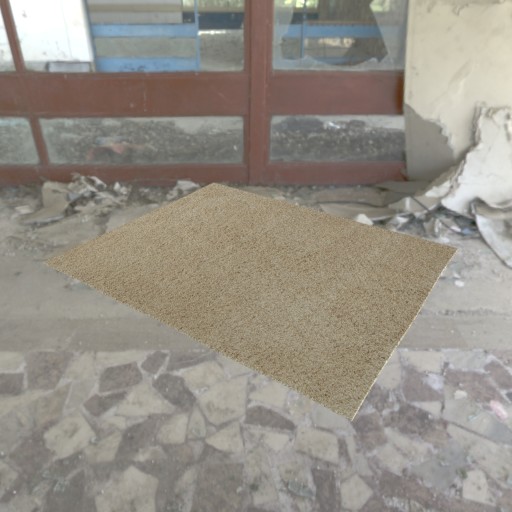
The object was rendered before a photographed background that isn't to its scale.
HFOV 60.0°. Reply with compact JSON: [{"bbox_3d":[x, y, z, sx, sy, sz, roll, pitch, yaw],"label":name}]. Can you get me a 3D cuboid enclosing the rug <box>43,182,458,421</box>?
[{"bbox_3d":[0.000,0.000,4.097,3.000,0.025,2.400,19,36,30],"label":"rug"}]
